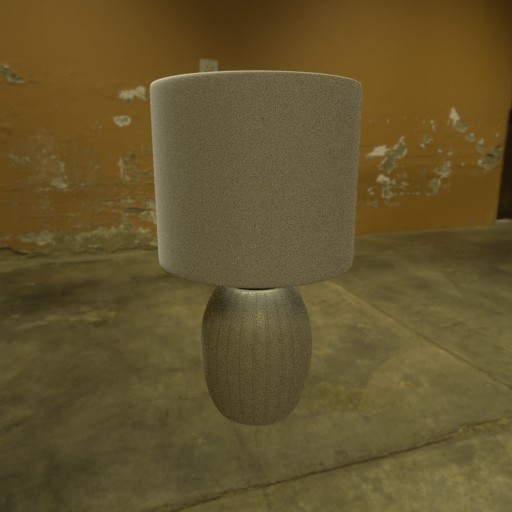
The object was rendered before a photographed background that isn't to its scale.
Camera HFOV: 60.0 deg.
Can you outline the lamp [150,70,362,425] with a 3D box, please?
[{"bbox_3d":[0.000,0.000,0.767,0.329,0.570,0.329,7,15,26],"label":"lamp"}]
